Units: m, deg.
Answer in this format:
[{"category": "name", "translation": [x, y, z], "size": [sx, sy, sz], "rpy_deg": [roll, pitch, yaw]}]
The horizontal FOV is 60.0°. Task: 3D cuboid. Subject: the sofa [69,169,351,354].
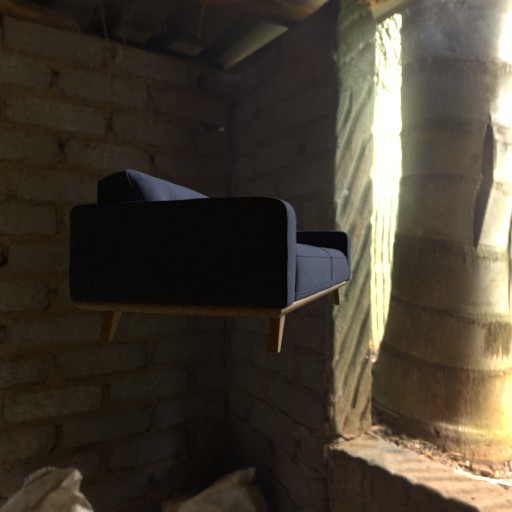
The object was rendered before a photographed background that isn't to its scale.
[{"category": "sofa", "translation": [0.000, 0.000, 2.763], "size": [0.953, 0.782, 2.270], "rpy_deg": [0, 0, 18]}]
